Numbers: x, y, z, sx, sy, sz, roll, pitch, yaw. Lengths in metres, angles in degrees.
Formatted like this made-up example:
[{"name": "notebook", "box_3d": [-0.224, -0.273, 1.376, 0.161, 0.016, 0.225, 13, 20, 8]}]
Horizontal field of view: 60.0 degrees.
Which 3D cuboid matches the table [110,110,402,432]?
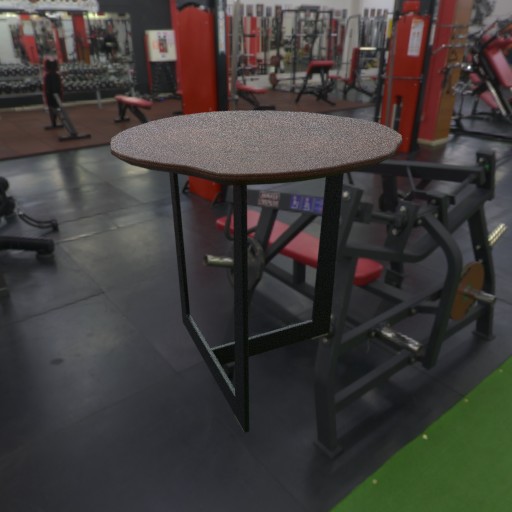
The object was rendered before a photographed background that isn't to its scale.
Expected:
[{"name": "table", "box_3d": [0.000, 0.000, 0.869, 0.494, 0.476, 0.477, -18, 32, -32]}]
